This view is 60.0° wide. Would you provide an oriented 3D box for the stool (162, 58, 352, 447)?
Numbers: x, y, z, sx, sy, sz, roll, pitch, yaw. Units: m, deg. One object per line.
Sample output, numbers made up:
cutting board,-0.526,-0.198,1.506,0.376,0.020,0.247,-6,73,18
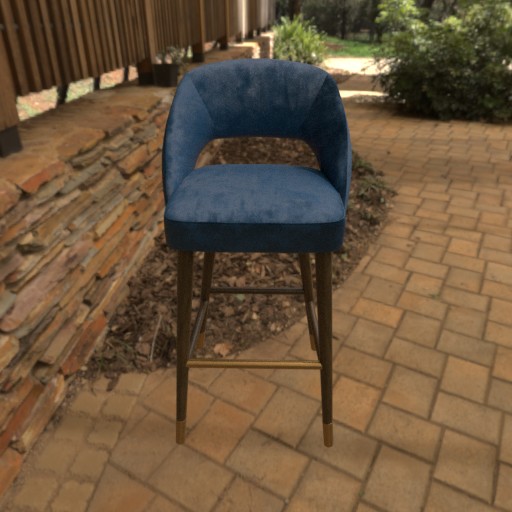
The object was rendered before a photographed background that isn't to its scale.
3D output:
stool,0.000,0.000,1.296,0.514,1.016,0.515,1,29,1
